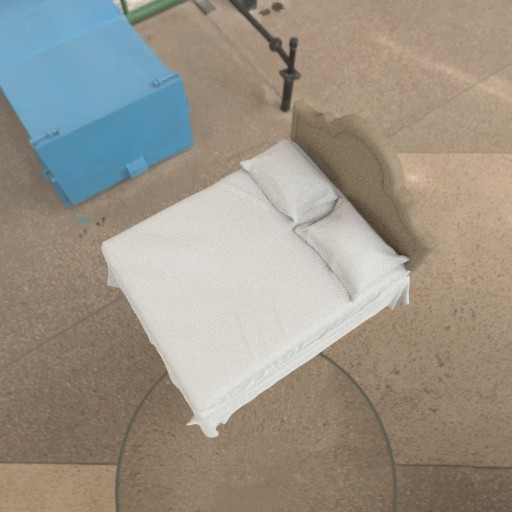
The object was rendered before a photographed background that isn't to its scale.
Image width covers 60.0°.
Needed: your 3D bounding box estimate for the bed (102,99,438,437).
[{"bbox_3d":[0.000,0.000,3.444,2.222,1.634,1.780,-31,68,-14],"label":"bed"}]
